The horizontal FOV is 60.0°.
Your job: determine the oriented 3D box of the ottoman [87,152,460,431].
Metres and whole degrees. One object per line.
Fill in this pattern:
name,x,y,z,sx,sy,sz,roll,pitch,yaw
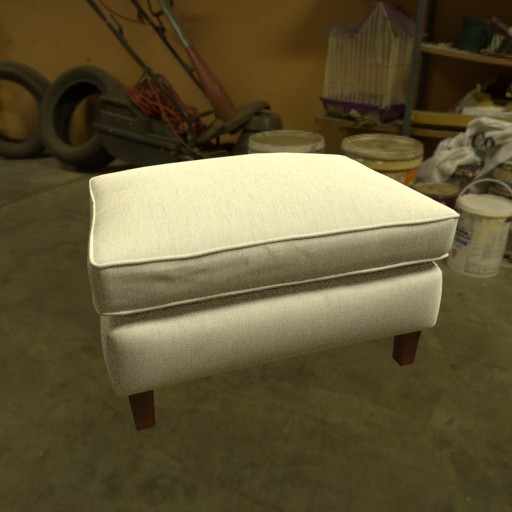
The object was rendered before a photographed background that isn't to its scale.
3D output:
ottoman,0.000,0.000,0.975,0.665,0.406,0.501,-8,28,-16
